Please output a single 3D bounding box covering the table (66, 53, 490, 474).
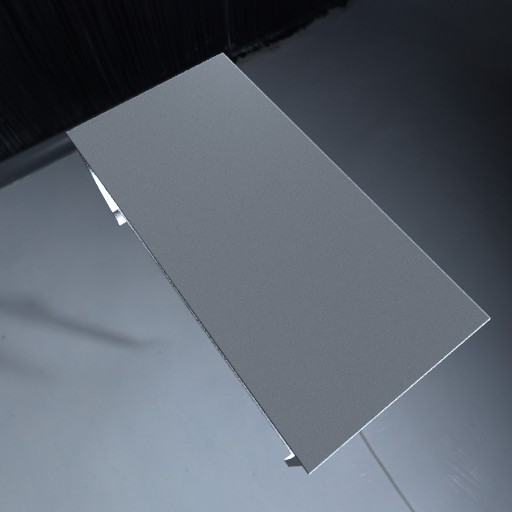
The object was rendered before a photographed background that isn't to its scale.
[{"bbox_3d":[0.000,0.000,1.249,0.500,0.441,1.000,-34,69,-15],"label":"table"}]
